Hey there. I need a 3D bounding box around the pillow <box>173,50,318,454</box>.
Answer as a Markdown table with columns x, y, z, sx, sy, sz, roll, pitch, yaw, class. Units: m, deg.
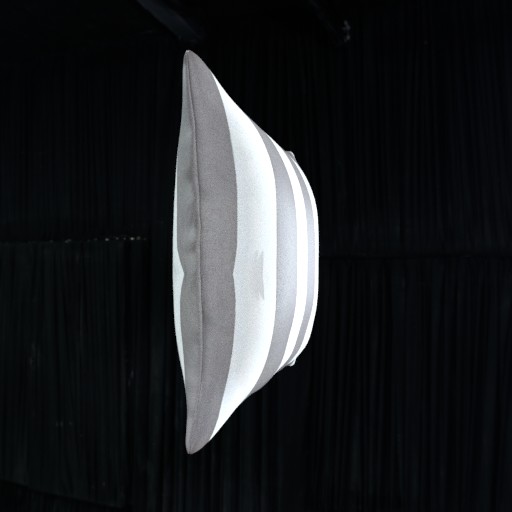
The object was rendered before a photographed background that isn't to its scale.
| x | y | z | sx | sy | sz | roll | pitch | yaw | class |
| --- | --- | --- | --- | --- | --- | --- | --- | --- | --- |
| 0.000 | 0.000 | 0.797 | 0.192 | 0.507 | 0.522 | -1 | -2 | 19 | pillow |
